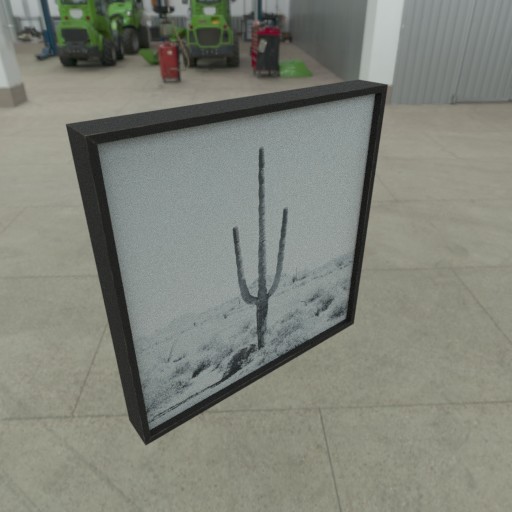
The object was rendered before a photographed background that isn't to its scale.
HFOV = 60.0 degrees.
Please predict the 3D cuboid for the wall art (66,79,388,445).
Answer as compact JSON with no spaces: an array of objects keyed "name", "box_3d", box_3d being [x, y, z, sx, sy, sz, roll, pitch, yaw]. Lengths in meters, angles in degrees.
[{"name":"wall art","box_3d":[0.000,0.000,0.452,0.305,0.305,0.038,-22,37,-32]}]
